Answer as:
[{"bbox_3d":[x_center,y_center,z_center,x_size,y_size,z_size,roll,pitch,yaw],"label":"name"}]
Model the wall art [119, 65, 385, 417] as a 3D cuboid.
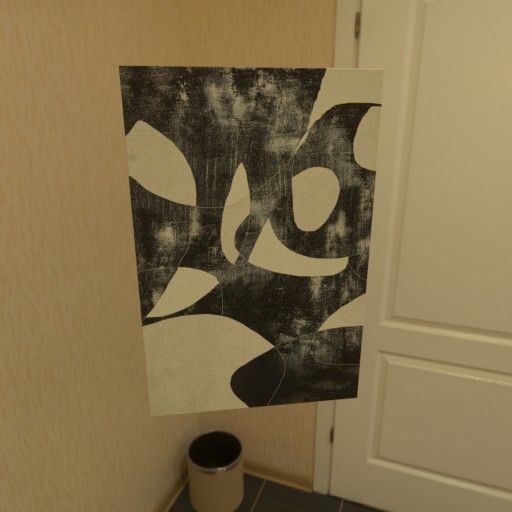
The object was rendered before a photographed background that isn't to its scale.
[{"bbox_3d":[0.000,0.000,1.168,0.610,0.915,0.041,-3,18,-8],"label":"wall art"}]
